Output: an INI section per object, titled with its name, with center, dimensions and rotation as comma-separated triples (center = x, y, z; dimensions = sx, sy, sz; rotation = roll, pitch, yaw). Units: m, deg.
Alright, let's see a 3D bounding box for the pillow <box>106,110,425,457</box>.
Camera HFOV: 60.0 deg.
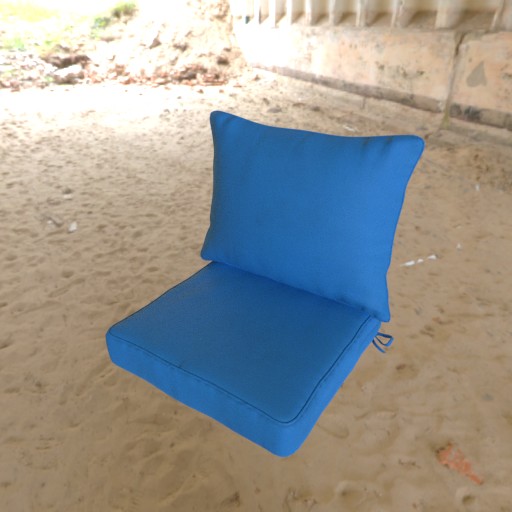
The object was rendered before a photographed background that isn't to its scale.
[pillow]
center = 0.000, 0.000, 1.380
dimensions = 0.798, 0.725, 0.733
rotation = 18, 33, 29
